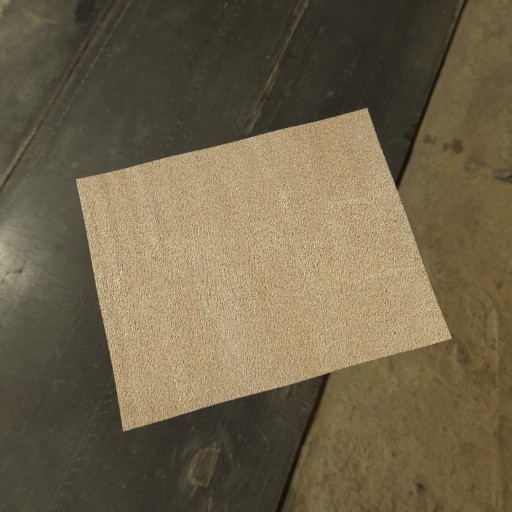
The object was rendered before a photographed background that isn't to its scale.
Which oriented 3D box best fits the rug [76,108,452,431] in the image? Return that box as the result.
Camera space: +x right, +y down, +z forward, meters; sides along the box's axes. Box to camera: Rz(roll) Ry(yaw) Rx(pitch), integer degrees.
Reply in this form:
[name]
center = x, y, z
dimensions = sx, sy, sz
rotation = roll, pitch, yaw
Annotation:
[rug]
center = 0.000, 0.000, 4.167
dimensions = 3.000, 0.025, 2.400
rotation = -15, 77, -3
